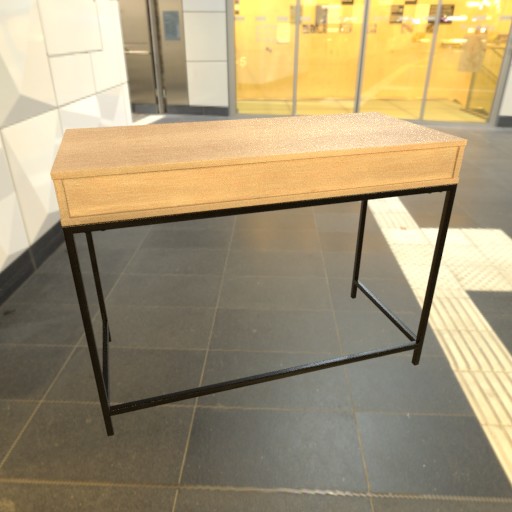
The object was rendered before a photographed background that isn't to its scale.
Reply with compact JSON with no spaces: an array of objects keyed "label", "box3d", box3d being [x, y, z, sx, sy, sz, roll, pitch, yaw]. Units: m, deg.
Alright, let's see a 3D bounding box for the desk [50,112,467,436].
[{"label":"desk","box3d":[0.000,0.000,1.403,1.016,0.762,0.470,-8,28,-15]}]
